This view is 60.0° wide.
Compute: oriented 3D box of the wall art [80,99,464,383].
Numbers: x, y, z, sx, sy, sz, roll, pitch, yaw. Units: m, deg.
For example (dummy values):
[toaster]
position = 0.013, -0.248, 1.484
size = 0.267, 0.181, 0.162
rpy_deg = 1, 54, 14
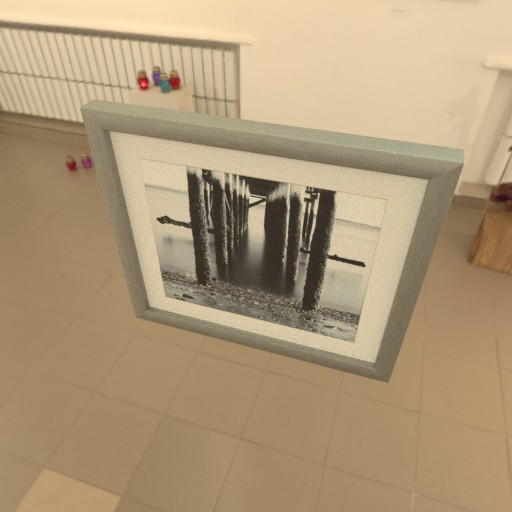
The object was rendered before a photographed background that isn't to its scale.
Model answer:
[wall art]
position = 0.000, 0.000, 0.537
size = 0.380, 0.330, 0.028
rpy_deg = 12, 42, 13
